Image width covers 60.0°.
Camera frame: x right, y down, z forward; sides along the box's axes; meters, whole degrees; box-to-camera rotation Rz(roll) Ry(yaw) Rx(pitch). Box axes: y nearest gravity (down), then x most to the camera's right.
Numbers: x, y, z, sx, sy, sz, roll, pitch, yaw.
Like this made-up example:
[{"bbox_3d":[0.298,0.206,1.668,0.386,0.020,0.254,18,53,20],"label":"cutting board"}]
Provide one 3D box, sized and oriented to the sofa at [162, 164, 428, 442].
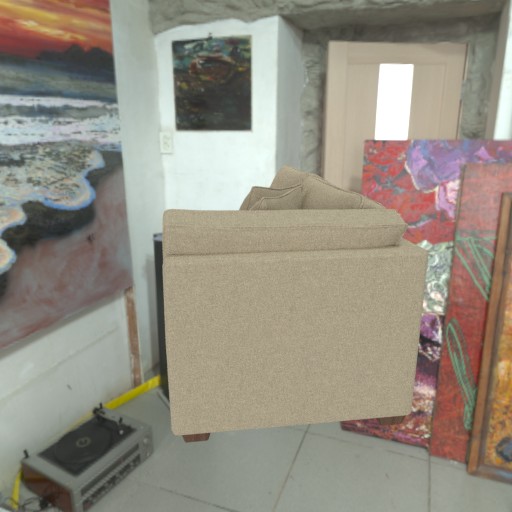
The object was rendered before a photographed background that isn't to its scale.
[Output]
[{"bbox_3d":[0.000,0.000,2.838,1.110,1.033,2.237,-2,16,-8],"label":"sofa"}]
